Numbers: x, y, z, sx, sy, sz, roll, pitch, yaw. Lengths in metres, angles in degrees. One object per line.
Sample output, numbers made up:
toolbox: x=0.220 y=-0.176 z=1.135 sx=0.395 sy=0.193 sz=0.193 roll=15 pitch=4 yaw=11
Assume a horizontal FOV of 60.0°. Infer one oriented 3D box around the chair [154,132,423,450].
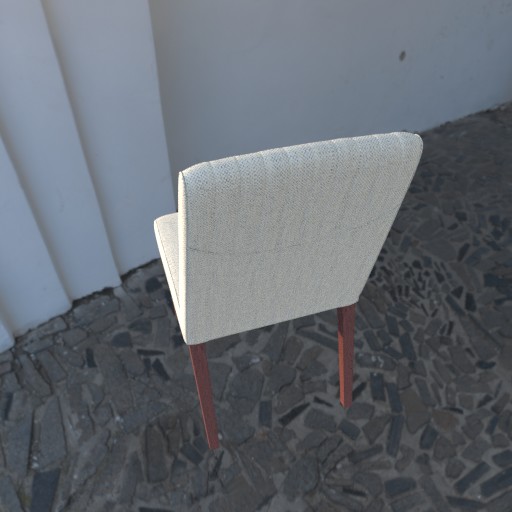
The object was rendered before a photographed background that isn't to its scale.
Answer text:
chair: x=0.000 y=0.000 z=1.191 sx=0.480 sy=0.900 sz=0.594 roll=-12 pitch=42 yaw=-14
